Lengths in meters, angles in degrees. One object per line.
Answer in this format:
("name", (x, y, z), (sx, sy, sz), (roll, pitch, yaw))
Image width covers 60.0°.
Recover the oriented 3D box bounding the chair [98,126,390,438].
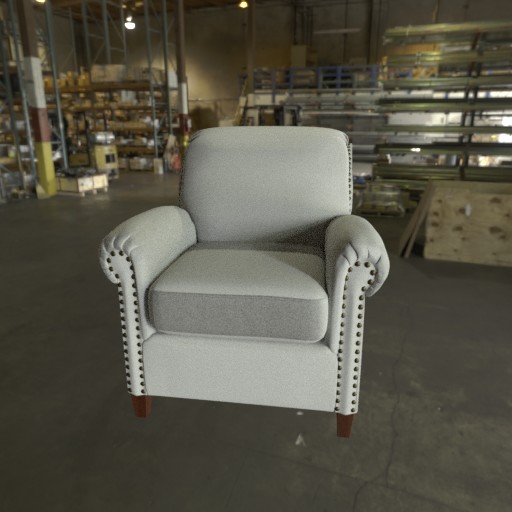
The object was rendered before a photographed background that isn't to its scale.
("chair", (0.000, 0.000, 1.654), (0.854, 0.927, 0.890), (2, 17, 8))
